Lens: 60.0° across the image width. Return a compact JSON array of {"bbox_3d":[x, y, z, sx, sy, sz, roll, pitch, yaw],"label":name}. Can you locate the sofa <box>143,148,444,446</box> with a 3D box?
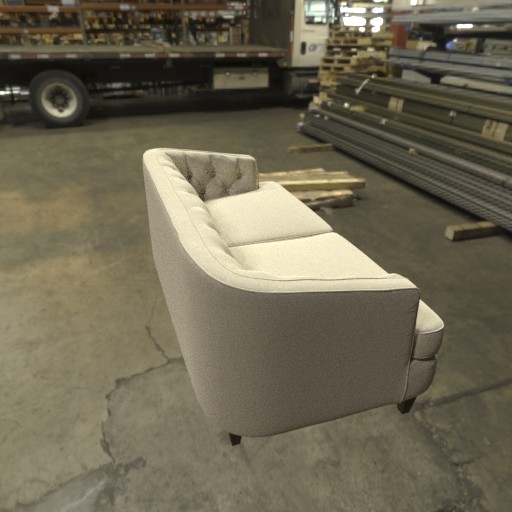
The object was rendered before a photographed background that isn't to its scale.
[{"bbox_3d":[0.000,0.000,2.222,0.941,0.855,1.733,-9,29,-17],"label":"sofa"}]
